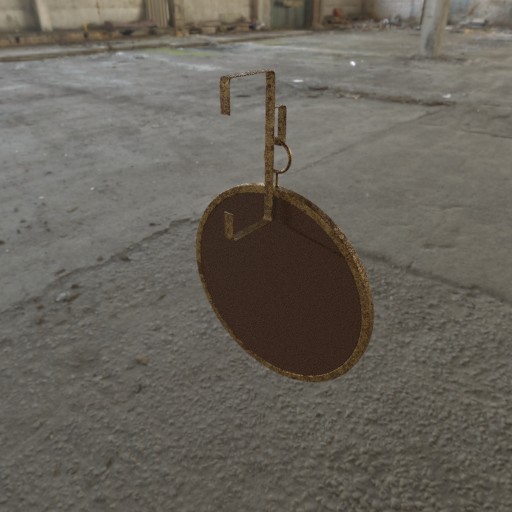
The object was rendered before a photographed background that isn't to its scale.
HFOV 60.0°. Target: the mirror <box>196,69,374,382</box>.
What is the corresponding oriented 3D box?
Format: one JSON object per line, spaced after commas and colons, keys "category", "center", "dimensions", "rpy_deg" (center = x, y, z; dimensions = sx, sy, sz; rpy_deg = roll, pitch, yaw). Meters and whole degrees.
{"category": "mirror", "center": [0.000, 0.000, 0.840], "dimensions": [0.447, 0.651, 0.144], "rpy_deg": [22, 37, 34]}
